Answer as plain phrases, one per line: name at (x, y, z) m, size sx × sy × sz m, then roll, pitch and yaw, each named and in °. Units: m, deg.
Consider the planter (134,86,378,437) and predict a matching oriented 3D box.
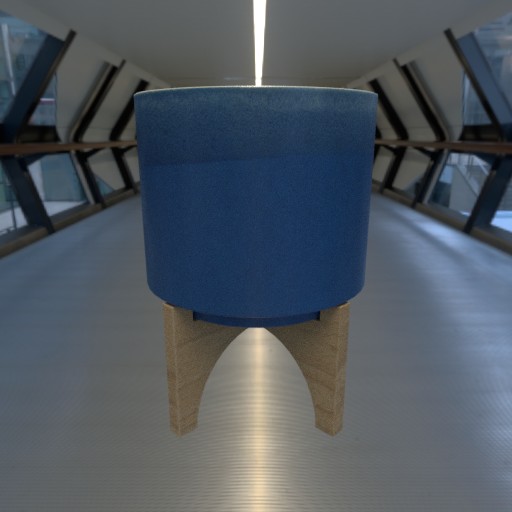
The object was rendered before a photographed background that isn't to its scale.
planter at (0.000, 0.000, 0.540) m, size 0.261 × 0.367 × 0.261 m, roll 0°, pitch 16°, yaw 0°
